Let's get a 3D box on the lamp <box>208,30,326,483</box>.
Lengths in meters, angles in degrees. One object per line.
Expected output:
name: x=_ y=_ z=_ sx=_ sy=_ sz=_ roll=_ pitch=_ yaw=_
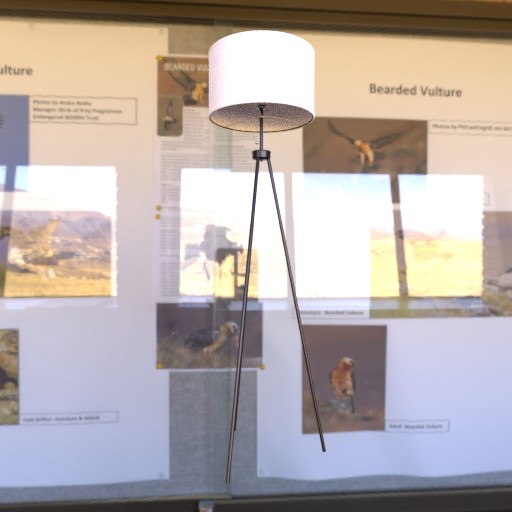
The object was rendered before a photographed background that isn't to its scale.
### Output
lamp: x=0.000 y=0.000 z=1.738 sx=0.448 sy=1.545 sz=0.458 roll=-1 pitch=1 yaw=-37
